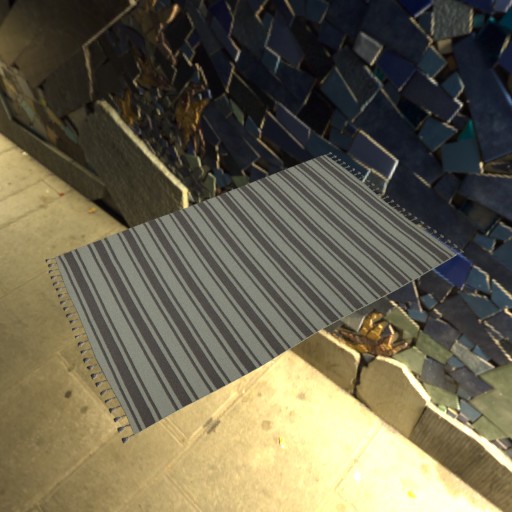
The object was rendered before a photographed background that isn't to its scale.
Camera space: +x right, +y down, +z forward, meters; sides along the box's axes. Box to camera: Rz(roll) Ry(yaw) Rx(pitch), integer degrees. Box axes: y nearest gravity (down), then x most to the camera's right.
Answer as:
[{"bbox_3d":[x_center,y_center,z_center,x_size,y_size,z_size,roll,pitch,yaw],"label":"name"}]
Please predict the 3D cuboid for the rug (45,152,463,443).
[{"bbox_3d":[0.000,0.000,2.548,2.096,0.011,1.229,-24,51,-22],"label":"rug"}]
